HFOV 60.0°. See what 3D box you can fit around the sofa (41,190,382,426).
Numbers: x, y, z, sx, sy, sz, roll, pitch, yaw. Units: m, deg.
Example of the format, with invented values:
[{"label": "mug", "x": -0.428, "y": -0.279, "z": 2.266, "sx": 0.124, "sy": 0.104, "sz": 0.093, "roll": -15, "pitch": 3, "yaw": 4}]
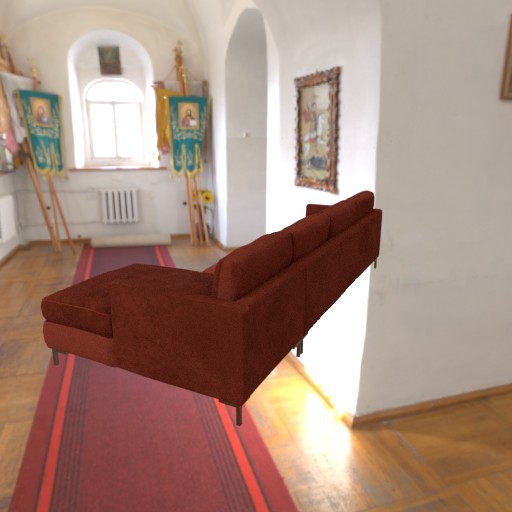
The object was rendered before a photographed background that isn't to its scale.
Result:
[{"label": "sofa", "x": 0.000, "y": 0.000, "z": 3.506, "sx": 1.350, "sy": 0.810, "sz": 2.932, "roll": 8, "pitch": 18, "yaw": 26}]
